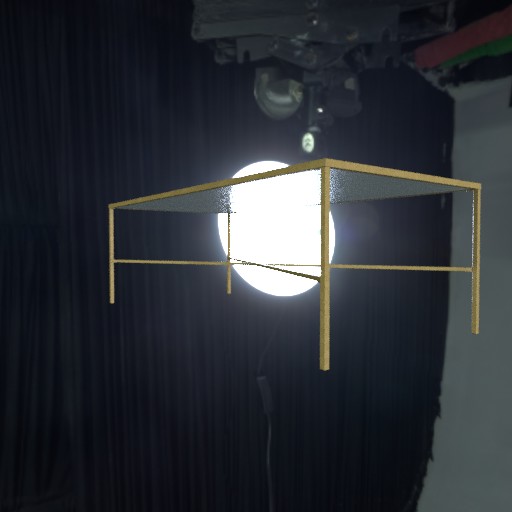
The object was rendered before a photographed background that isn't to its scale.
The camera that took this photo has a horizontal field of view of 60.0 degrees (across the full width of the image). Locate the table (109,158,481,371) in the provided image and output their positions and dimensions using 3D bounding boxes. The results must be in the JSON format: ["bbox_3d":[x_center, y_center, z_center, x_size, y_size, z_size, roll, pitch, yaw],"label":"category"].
[{"bbox_3d":[0.000,0.000,1.483,0.580,0.398,1.206,-1,2,-37],"label":"table"}]
